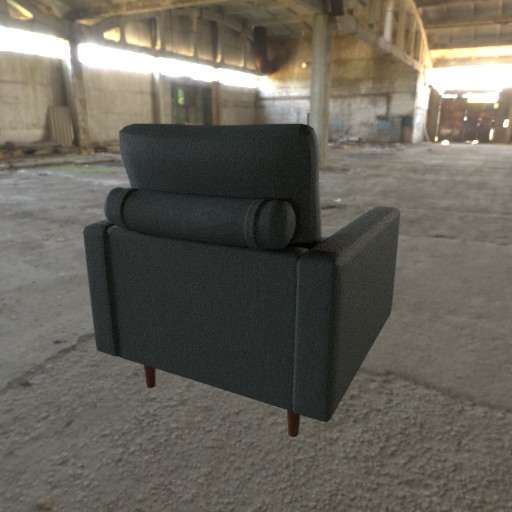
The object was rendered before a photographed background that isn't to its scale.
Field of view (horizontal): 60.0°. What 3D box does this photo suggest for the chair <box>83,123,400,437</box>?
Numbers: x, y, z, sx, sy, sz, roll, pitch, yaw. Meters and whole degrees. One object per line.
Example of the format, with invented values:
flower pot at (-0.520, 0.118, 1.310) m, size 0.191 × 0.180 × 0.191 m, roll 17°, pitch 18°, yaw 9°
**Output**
chair at (0.000, 0.000, 1.537) m, size 0.821 × 0.880 × 0.843 m, roll 9°, pitch 19°, yaw 26°
